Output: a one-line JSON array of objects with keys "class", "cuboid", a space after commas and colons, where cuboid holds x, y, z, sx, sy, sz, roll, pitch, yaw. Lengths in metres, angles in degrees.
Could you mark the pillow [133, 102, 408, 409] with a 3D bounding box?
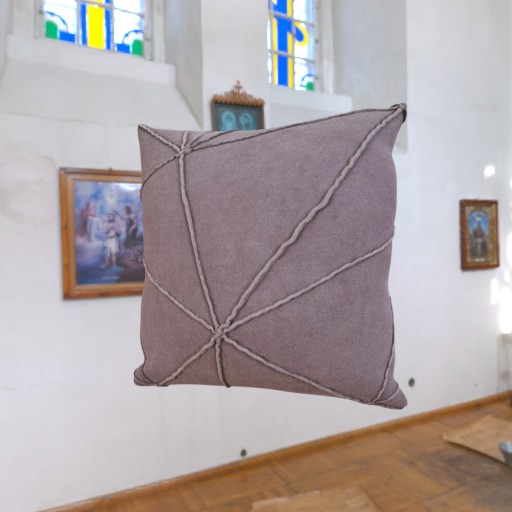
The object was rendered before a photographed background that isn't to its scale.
[{"class": "pillow", "cuboid": [0.000, 0.000, 0.678, 0.439, 0.440, 0.185, 0, 0, 18]}]
